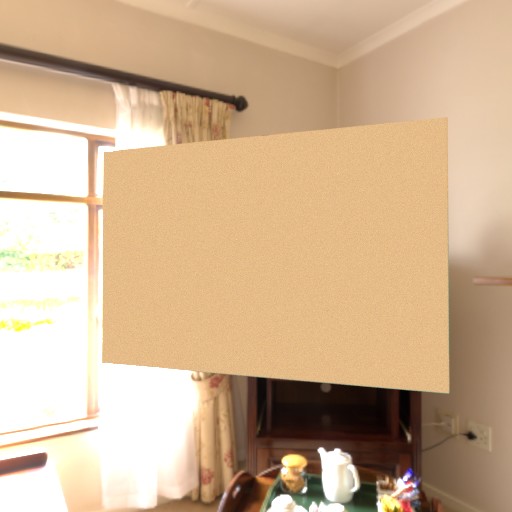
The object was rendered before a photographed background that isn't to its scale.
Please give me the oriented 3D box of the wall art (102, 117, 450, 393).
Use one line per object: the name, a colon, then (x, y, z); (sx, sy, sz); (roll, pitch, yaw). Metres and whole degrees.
wall art: (0.000, 0.000, 0.766); (0.609, 0.406, 0.039); (0, -1, 19)
